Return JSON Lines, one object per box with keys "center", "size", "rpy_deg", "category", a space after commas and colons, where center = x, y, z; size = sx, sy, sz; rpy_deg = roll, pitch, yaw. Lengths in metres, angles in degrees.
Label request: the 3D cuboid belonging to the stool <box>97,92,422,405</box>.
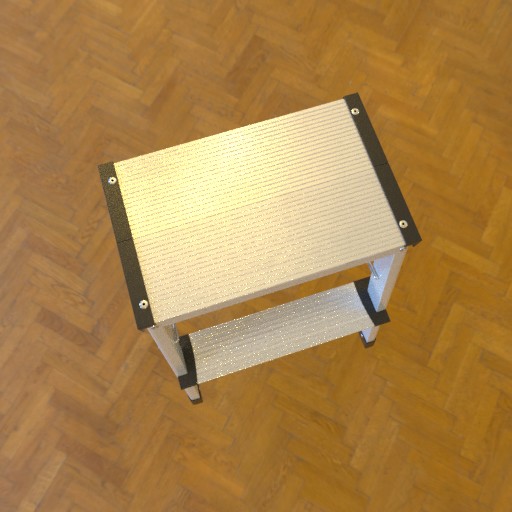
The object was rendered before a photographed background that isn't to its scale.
{"center": [0.000, 0.000, 0.745], "size": [0.404, 0.480, 0.405], "rpy_deg": [-17, 76, -5], "category": "stool"}
